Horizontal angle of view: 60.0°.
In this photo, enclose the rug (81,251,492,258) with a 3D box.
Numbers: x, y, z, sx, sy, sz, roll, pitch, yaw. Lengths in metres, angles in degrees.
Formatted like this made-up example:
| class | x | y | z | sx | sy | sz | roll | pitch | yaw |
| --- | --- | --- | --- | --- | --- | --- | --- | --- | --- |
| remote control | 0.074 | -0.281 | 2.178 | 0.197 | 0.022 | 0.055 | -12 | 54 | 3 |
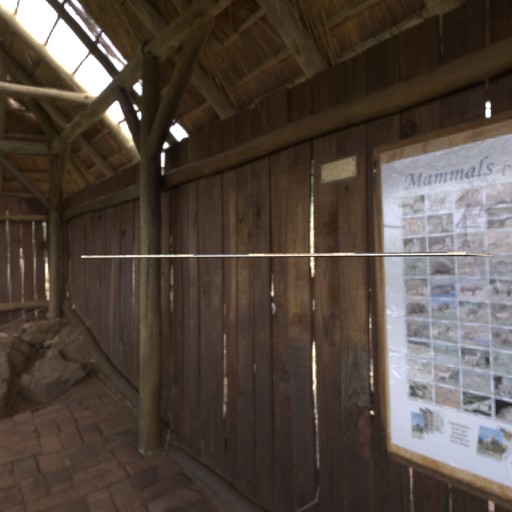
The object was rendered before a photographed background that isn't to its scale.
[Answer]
| class | x | y | z | sx | sy | sz | roll | pitch | yaw |
| --- | --- | --- | --- | --- | --- | --- | --- | --- | --- |
| rug | 0.000 | 0.000 | 2.502 | 2.287 | 0.011 | 0.687 | 0 | -1 | 35 |
